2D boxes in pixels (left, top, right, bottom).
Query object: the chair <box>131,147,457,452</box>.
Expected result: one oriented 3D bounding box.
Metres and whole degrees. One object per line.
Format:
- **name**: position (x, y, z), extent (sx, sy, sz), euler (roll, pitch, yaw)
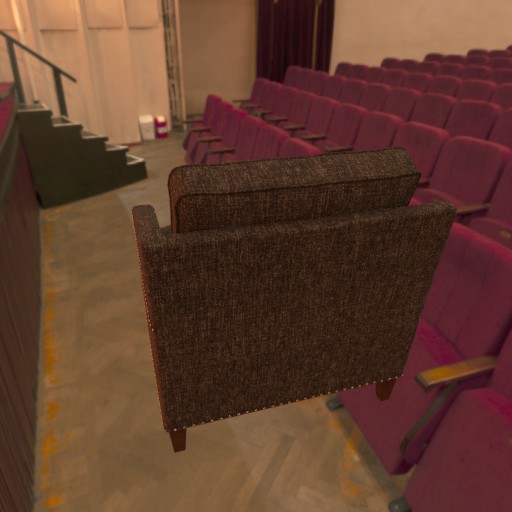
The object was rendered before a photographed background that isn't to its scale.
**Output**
- **chair**: position (0.000, 0.000, 1.670), extent (0.853, 0.943, 1.014), euler (-8, 28, -15)
